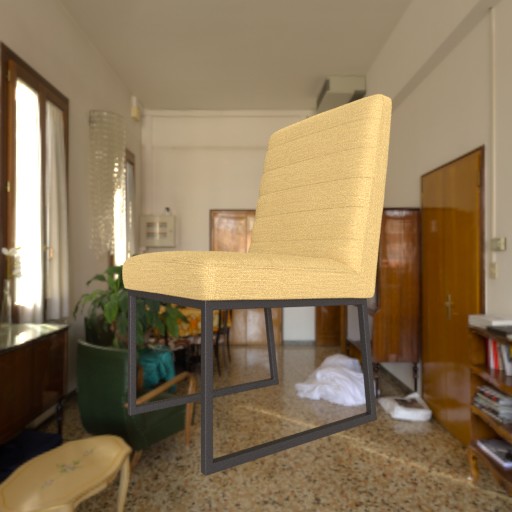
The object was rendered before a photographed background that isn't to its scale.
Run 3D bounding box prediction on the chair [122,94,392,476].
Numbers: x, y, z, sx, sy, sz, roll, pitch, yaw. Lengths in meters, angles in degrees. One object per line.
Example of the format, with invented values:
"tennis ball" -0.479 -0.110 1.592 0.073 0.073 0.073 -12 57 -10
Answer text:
"chair" 0.000 0.000 1.296 0.634 0.930 0.520 0 0 -36
